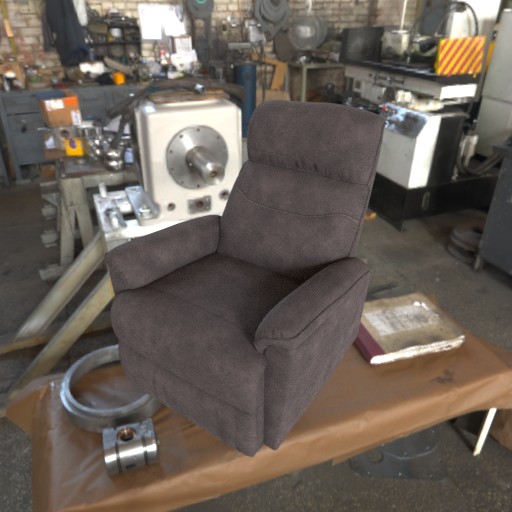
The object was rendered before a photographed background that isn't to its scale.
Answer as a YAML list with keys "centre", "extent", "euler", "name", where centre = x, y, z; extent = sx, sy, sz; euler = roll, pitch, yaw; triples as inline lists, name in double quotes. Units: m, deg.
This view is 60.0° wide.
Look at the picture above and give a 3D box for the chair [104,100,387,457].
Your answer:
- centre: [0.000, 0.000, 1.740]
  extent: [0.830, 1.035, 1.009]
  euler: [19, 35, 30]
  name: "chair"
